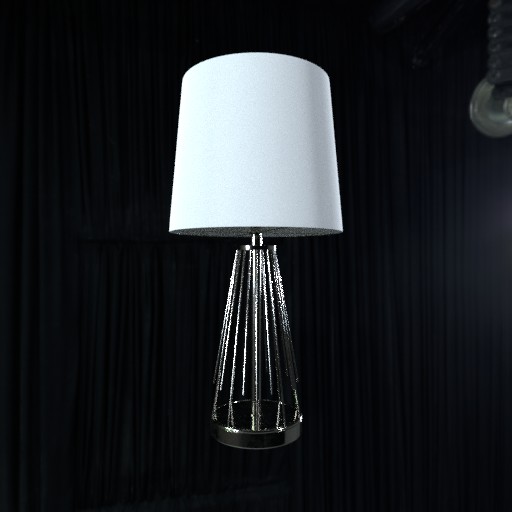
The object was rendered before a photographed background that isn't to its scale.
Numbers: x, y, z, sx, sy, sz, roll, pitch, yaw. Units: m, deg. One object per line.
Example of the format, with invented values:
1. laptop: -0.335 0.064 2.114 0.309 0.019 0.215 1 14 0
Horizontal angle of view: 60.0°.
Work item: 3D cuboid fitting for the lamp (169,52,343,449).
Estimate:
1. lamp: 0.000 0.000 0.789 0.303 0.618 0.303 0 0 0
